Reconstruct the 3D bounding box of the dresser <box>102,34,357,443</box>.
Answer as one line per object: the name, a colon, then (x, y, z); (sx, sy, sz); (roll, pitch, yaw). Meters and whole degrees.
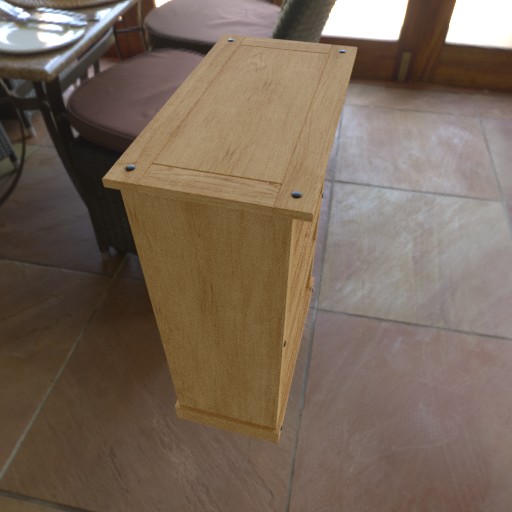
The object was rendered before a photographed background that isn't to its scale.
dresser: (0.000, 0.000, 1.733); (0.485, 1.300, 0.915); (11, 47, 10)
